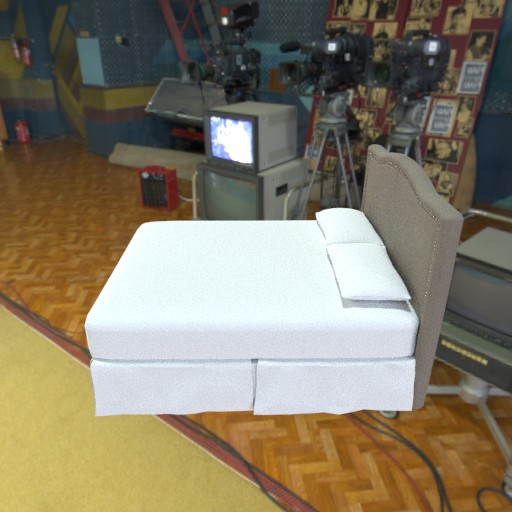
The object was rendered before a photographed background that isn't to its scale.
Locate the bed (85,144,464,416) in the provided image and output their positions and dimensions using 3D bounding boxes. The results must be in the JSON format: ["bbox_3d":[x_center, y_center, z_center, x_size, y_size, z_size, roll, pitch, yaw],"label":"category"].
[{"bbox_3d":[0.000,0.000,3.269,2.128,1.441,1.744,0,26,0],"label":"bed"}]
